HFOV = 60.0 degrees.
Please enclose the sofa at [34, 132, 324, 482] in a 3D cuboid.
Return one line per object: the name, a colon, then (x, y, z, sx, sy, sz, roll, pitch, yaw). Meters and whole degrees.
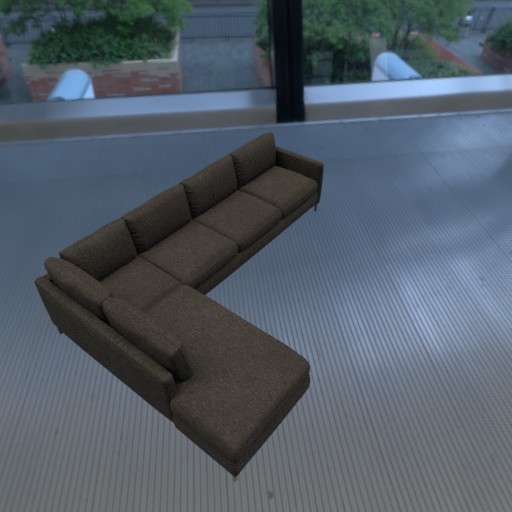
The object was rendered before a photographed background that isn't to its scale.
sofa: (0.000, 0.000, 3.851, 2.007, 0.815, 2.949, 27, 47, 28)
